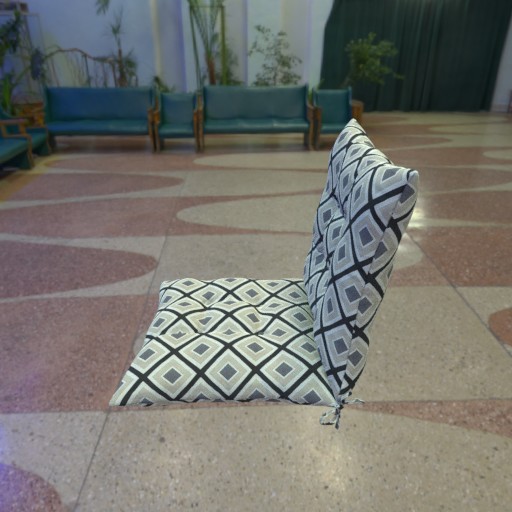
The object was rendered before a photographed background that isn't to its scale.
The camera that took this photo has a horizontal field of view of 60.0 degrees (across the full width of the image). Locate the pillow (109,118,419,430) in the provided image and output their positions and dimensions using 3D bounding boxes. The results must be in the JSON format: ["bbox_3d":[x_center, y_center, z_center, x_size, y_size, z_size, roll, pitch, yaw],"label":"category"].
[{"bbox_3d":[0.000,0.000,1.014,0.585,0.536,0.541,0,26,1],"label":"pillow"}]
